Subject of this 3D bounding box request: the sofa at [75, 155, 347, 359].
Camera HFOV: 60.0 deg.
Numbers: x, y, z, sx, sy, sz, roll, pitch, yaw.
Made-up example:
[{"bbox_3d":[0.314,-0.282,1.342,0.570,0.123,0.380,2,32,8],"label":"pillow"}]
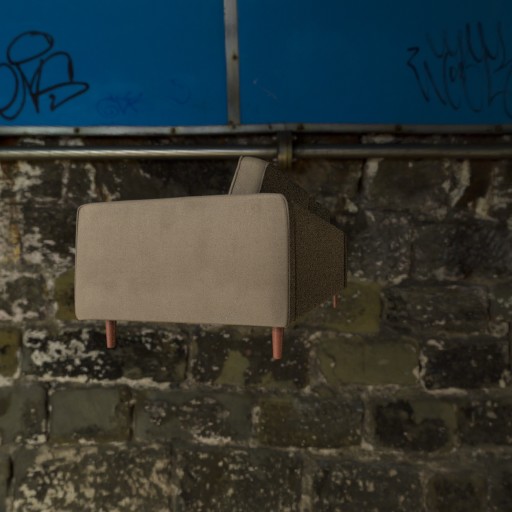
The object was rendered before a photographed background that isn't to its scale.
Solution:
[{"bbox_3d":[0.000,0.000,2.769,0.923,0.813,2.295,0,-1,17],"label":"sofa"}]
